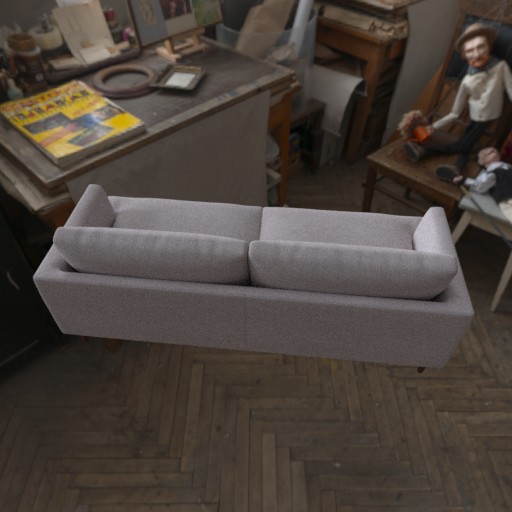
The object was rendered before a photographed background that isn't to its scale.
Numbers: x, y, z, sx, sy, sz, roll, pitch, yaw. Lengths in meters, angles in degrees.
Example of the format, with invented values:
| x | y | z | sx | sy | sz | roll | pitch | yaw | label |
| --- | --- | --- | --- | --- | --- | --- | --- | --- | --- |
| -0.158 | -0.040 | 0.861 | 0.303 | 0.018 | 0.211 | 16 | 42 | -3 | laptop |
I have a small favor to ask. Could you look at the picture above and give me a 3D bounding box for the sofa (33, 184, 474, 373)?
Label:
| x | y | z | sx | sy | sz | roll | pitch | yaw | label |
| --- | --- | --- | --- | --- | --- | --- | --- | --- | --- |
| 0.000 | 0.000 | 2.717 | 2.250 | 0.868 | 1.020 | 4 | 46 | 4 | sofa |
